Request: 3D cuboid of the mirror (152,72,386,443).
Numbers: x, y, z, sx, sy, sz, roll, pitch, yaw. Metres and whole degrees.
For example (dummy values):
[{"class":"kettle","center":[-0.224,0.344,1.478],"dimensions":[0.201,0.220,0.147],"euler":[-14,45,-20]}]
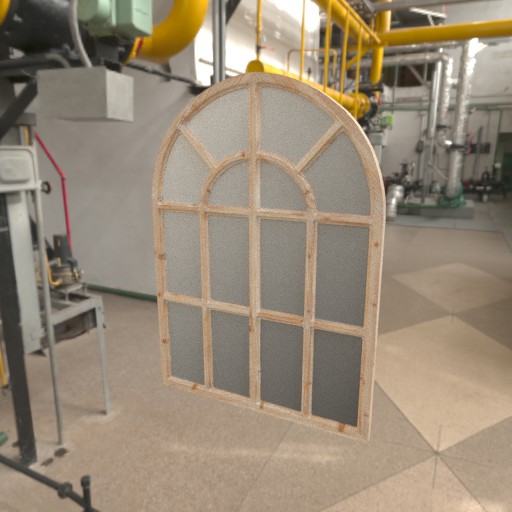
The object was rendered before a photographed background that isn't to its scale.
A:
[{"class":"mirror","center":[0.000,0.000,1.192],"dimensions":[0.660,0.920,0.032],"euler":[7,16,25]}]
